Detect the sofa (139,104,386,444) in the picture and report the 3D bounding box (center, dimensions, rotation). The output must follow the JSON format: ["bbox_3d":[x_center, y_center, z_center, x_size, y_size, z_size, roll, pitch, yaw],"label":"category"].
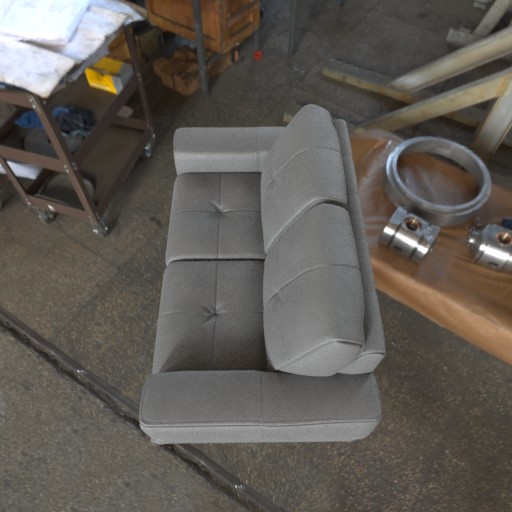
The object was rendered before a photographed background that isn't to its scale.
[{"bbox_3d":[0.000,0.000,2.341,1.018,0.907,1.806,-1,57,0],"label":"sofa"}]
